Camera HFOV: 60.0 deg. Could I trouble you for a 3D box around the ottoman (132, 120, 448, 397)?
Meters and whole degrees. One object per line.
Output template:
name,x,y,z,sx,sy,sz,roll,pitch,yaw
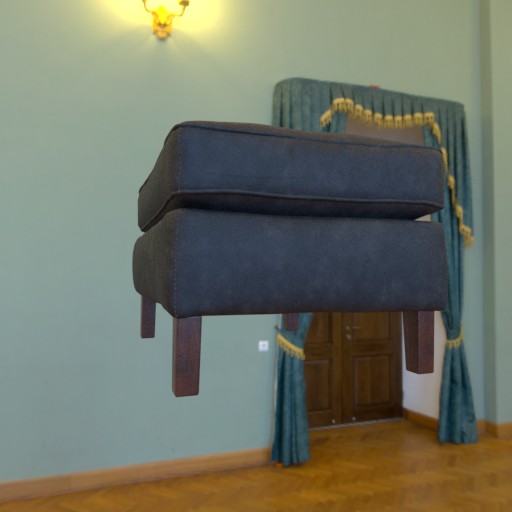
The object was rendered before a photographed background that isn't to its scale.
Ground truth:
ottoman,0.000,0.000,0.971,0.501,0.413,0.665,1,-2,-19
